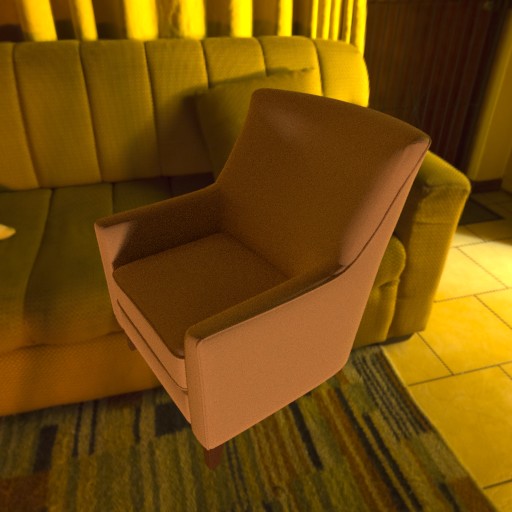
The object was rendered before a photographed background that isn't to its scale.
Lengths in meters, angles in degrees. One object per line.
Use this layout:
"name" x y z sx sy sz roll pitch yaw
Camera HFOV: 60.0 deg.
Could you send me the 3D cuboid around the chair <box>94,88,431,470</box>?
"chair" 0.000 0.000 1.526 0.879 0.916 0.756 -21 38 -29
